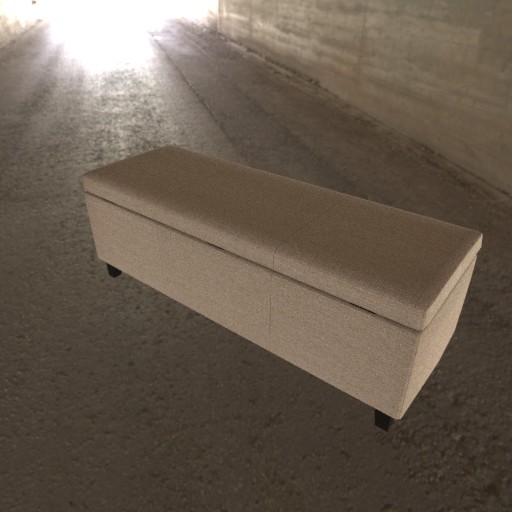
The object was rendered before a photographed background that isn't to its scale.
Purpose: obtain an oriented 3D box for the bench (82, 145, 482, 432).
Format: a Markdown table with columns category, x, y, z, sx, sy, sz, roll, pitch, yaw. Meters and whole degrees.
| category | x | y | z | sx | sy | sz | roll | pitch | yaw |
| --- | --- | --- | --- | --- | --- | --- | --- | --- | --- |
| bench | 0.000 | 0.000 | 1.494 | 1.269 | 0.438 | 0.446 | 22 | 38 | 31 |
